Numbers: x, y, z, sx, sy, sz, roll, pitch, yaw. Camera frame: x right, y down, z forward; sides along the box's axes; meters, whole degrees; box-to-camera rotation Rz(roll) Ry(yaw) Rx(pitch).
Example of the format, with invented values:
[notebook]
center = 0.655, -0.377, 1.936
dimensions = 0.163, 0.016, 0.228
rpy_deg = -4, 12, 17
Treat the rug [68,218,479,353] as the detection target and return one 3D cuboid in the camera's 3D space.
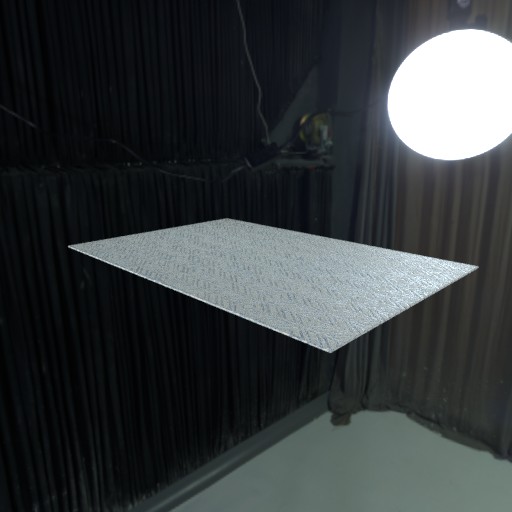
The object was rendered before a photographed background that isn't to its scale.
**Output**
[rug]
center = 0.000, 0.000, 2.344
dimensions = 1.824, 0.008, 1.220
rpy_deg = 15, 21, 43
